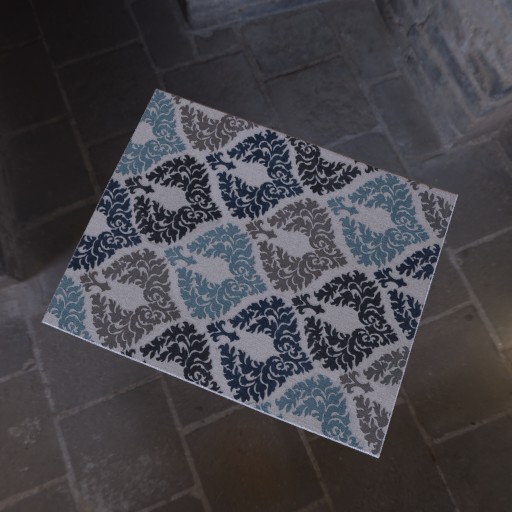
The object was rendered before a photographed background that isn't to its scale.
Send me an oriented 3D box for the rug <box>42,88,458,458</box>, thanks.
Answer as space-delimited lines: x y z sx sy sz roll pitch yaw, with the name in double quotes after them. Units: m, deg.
0.000 0.000 3.935 3.040 0.014 2.423 21 78 5 "rug"
